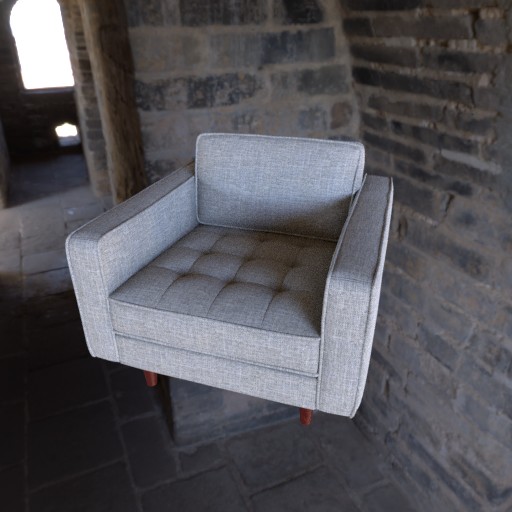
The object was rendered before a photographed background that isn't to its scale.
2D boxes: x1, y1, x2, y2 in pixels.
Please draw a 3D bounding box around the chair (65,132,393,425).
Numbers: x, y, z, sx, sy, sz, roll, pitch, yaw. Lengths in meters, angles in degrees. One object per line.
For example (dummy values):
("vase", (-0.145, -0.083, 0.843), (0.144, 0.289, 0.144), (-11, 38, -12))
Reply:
("chair", (0.000, 0.000, 1.599), (0.889, 0.765, 0.914), (8, 28, 16))
